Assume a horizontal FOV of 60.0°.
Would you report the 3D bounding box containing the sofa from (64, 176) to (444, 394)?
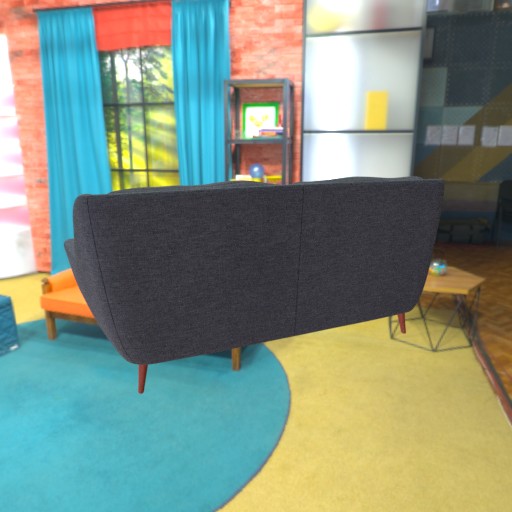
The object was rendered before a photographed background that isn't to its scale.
[{"bbox_3d":[0.000,0.000,2.465,1.929,0.896,0.975,-7,16,-24],"label":"sofa"}]
